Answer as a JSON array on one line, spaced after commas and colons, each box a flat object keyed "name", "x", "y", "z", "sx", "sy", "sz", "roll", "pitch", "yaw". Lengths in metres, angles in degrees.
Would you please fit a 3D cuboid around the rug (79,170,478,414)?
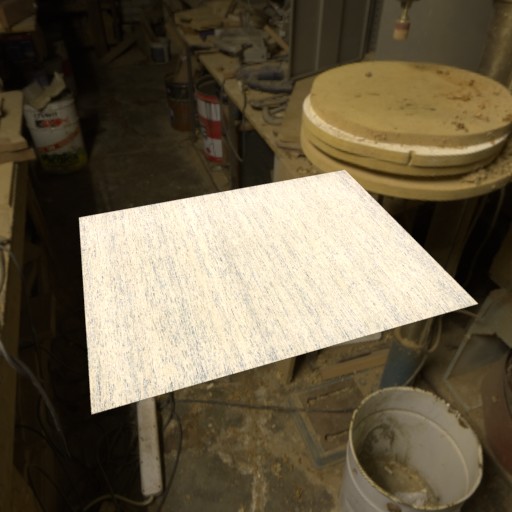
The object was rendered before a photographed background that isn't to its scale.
[{"name": "rug", "x": 0.000, "y": 0.000, "z": 4.295, "sx": 3.197, "sy": 0.006, "sz": 2.438, "roll": -12, "pitch": 42, "yaw": -14}]
